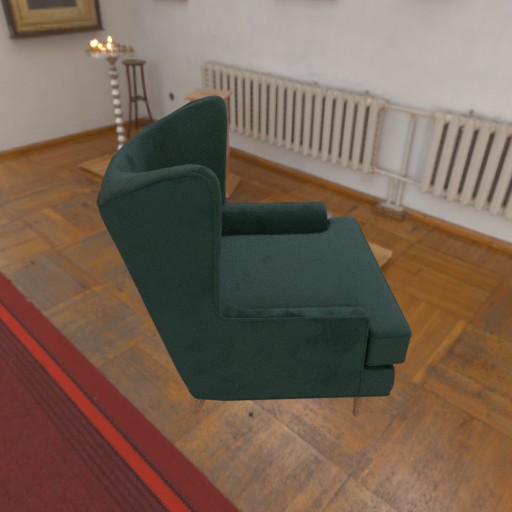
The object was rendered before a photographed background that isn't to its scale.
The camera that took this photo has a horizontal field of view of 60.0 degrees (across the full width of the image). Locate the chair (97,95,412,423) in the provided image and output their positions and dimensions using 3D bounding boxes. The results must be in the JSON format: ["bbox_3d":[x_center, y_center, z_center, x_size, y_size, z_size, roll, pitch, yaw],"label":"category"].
[{"bbox_3d":[0.000,0.000,1.588,0.910,0.952,0.793,-1,32,-2],"label":"chair"}]
